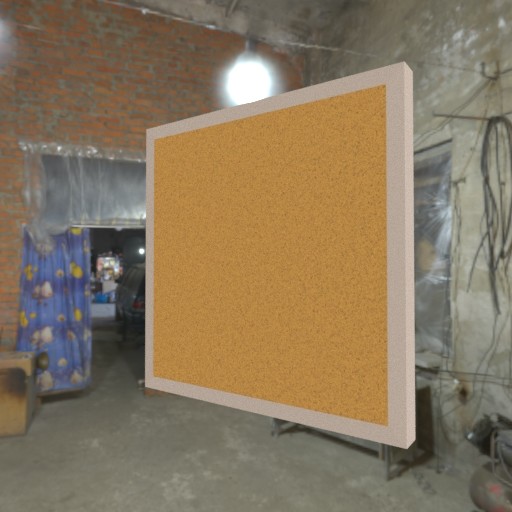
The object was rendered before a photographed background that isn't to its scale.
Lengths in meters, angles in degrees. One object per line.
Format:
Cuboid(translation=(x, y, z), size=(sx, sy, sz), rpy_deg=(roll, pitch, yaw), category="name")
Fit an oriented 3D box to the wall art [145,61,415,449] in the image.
Cuboid(translation=(0.000, 0.000, 1.887), size=(1.289, 1.291, 0.098), rpy_deg=(-1, -1, 35), category="wall art")
